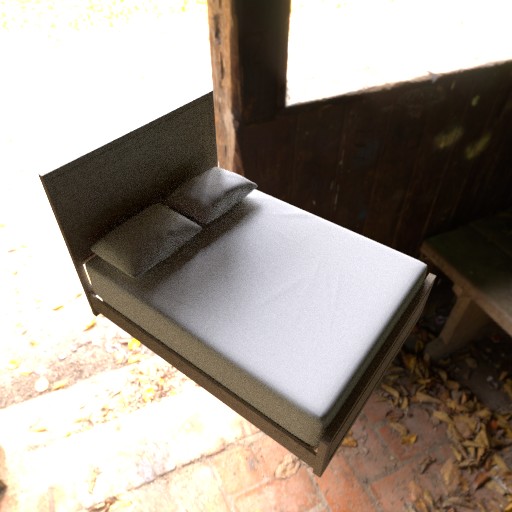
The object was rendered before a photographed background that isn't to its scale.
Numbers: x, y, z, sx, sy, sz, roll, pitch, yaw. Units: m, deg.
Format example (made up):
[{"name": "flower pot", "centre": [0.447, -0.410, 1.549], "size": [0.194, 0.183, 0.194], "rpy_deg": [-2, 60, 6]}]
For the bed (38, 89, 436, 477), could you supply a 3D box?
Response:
[{"name": "bed", "centre": [0.000, 0.000, 3.211], "size": [2.189, 1.369, 1.606], "rpy_deg": [27, 50, 26]}]
